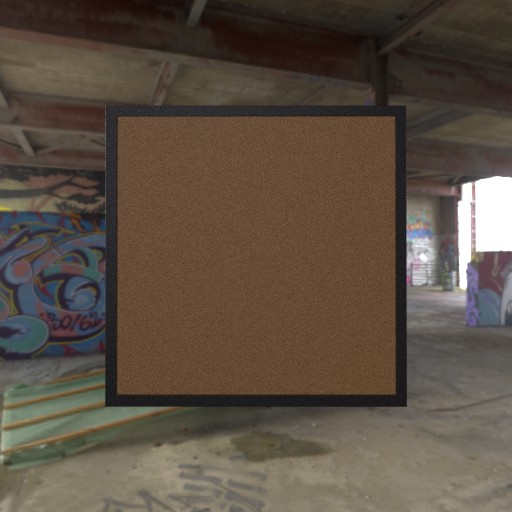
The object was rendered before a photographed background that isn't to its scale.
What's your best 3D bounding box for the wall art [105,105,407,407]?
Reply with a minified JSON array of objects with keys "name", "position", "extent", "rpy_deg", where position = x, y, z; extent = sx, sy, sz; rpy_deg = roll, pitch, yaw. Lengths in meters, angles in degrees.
[{"name":"wall art","position":[0.000,0.000,0.763],"extent":[0.506,0.506,0.037],"rpy_deg":[0,0,0]}]
